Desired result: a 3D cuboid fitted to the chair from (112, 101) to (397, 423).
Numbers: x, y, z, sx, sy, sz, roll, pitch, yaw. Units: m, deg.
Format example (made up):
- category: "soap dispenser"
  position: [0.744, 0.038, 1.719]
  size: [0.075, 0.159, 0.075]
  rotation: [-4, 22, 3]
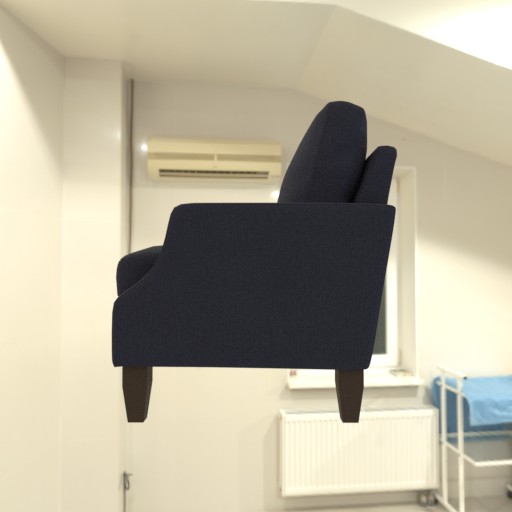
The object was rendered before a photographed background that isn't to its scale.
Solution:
- category: "chair"
  position: [0.000, 0.000, 1.695]
  size: [0.897, 0.991, 0.855]
  rotation: [0, -1, 0]
